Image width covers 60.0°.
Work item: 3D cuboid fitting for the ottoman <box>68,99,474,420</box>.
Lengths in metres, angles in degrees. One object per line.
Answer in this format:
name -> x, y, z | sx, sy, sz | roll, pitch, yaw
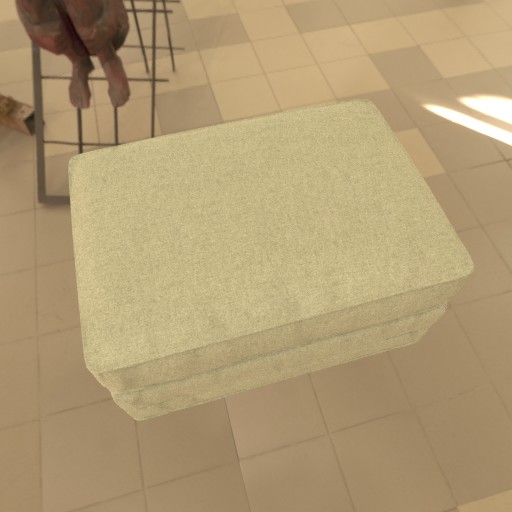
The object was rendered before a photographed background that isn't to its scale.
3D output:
ottoman -> 0.000, 0.000, 1.201 | 0.848, 0.508, 0.611 | -14, 60, -8
